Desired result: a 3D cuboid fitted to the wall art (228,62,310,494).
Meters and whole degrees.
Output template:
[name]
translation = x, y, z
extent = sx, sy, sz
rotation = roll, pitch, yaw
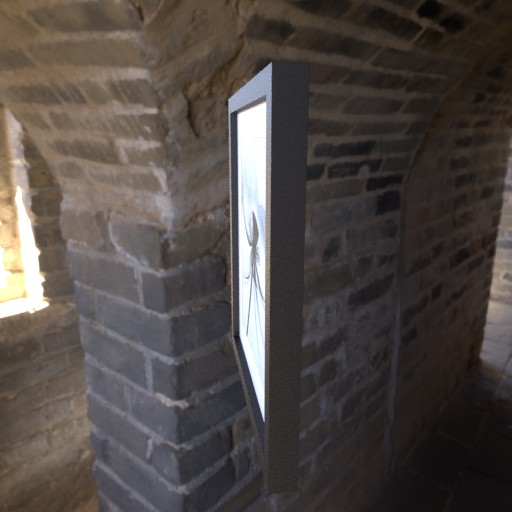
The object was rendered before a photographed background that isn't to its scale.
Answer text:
[wall art]
translation = 0.000, 0.000, 0.532
extent = 0.029, 0.381, 0.330
rotation = -2, 15, -9
